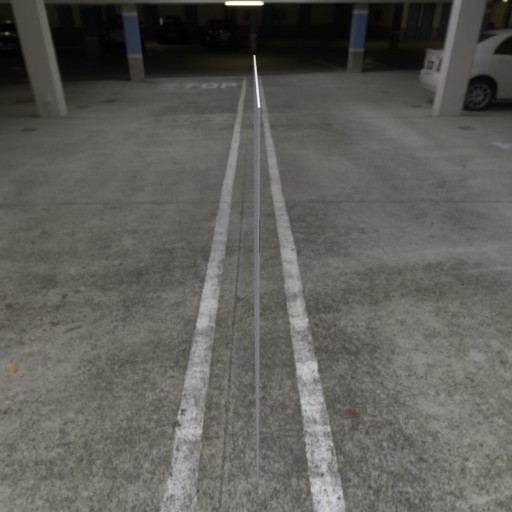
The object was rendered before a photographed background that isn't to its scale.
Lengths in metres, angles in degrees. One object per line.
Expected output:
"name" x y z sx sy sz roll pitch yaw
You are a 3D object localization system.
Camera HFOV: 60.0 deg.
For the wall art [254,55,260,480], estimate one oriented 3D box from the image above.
"wall art" 0.000 0.000 0.792 0.003 0.609 0.457 0 30 -1
